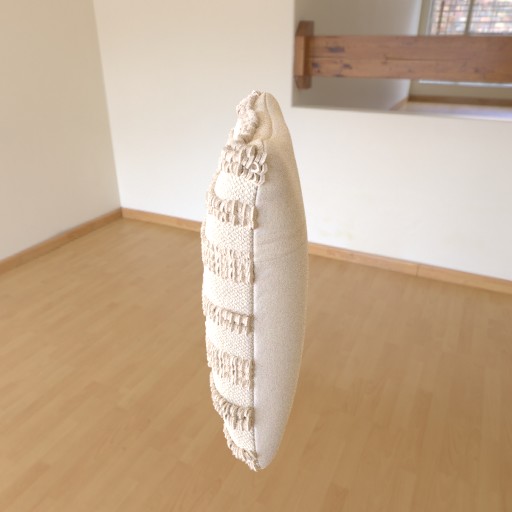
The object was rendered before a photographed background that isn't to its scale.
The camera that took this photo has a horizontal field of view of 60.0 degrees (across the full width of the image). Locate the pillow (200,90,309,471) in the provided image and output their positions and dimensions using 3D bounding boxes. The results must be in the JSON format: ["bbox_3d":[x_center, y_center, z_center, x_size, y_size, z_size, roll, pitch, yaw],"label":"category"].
[{"bbox_3d":[0.000,0.000,0.661,0.145,0.427,0.437,1,27,1],"label":"pillow"}]
